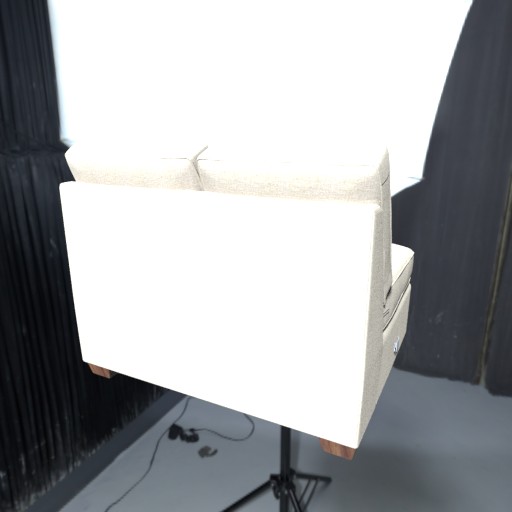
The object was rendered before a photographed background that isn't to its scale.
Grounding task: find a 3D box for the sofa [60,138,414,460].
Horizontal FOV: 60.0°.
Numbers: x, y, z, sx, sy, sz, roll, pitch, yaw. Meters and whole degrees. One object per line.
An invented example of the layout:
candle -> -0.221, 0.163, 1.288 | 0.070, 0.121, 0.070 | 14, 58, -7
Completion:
sofa -> 0.000, 0.000, 1.953 | 1.232, 1.006, 0.978 | 8, 18, 26
